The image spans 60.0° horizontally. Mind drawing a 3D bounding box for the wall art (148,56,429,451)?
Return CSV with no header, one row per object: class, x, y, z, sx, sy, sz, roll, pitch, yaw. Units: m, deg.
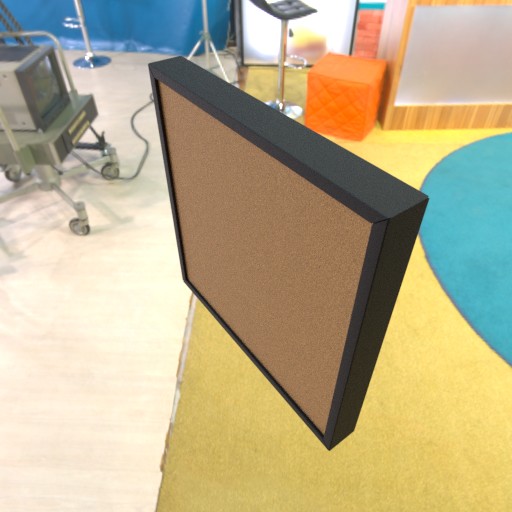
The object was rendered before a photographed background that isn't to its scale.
wall art,0.000,0.000,0.453,0.037,0.305,0.305,-27,49,-26
